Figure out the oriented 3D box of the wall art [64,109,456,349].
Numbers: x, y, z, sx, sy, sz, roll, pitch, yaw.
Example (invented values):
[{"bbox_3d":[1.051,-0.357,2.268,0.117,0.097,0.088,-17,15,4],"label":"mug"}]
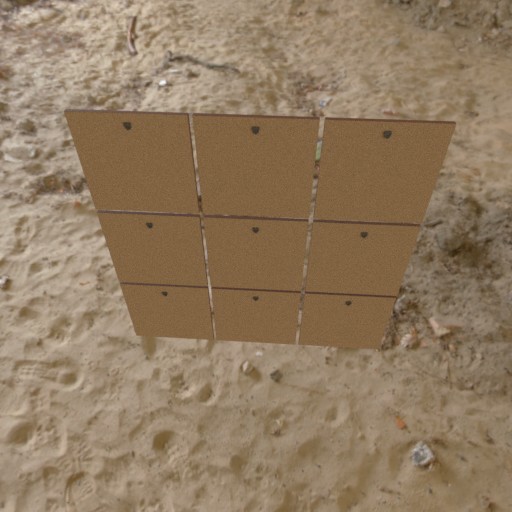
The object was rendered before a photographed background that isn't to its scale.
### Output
[{"bbox_3d":[0.000,0.000,1.807,1.221,1.218,0.024,3,45,3],"label":"wall art"}]
